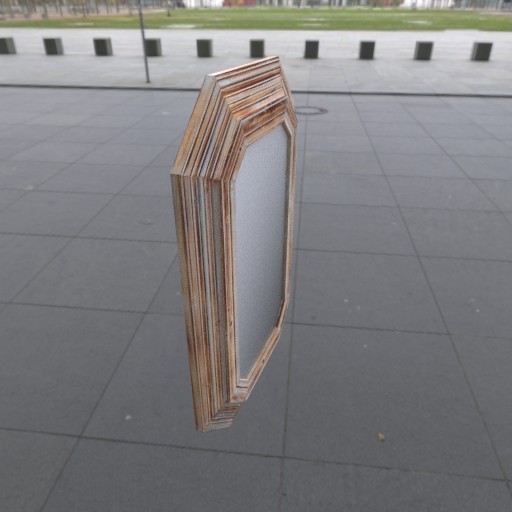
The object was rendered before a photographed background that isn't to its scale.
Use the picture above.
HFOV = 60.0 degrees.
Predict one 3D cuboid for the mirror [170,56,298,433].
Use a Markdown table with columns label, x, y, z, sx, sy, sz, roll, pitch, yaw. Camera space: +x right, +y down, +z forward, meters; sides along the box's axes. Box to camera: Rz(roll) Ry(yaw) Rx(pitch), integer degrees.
| label | x | y | z | sx | sy | sz | roll | pitch | yaw |
| --- | --- | --- | --- | --- | --- | --- | --- | --- | --- |
| mirror | 0.000 | 0.000 | 1.272 | 0.061 | 1.015 | 0.709 | 11 | 32 | 19 |
